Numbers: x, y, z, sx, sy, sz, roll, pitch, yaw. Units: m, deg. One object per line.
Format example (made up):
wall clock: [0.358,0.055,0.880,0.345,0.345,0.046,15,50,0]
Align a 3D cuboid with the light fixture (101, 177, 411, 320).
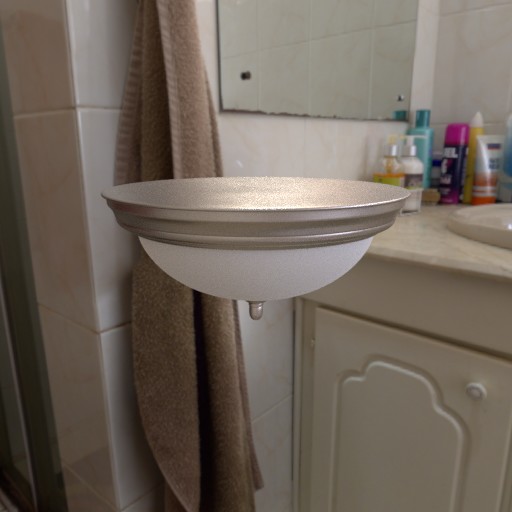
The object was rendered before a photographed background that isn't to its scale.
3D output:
light fixture: [0.000,0.000,0.438,0.280,0.135,0.280,0,14,0]
